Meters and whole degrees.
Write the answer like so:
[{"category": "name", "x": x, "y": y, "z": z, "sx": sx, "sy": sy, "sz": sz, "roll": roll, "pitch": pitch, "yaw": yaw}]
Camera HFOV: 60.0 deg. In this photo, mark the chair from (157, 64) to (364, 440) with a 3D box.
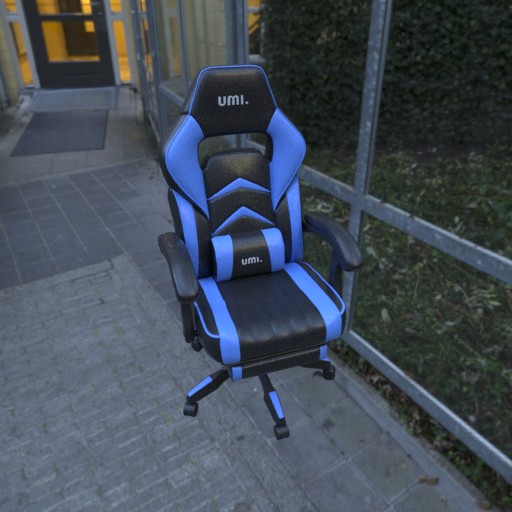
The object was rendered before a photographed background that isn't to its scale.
[{"category": "chair", "x": 0.000, "y": 0.000, "z": 1.683, "sx": 0.700, "sy": 1.280, "sz": 0.700, "roll": -10, "pitch": 31, "yaw": -16}]
